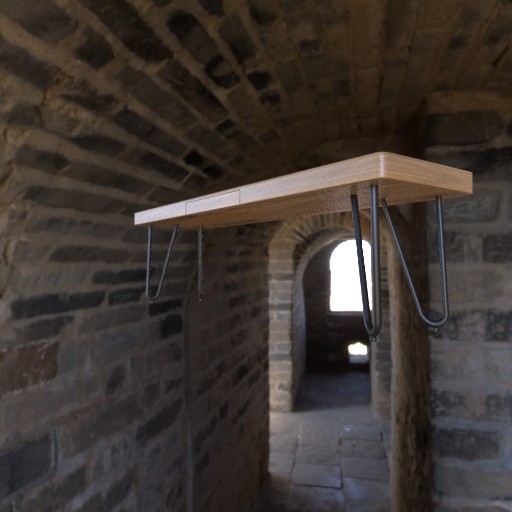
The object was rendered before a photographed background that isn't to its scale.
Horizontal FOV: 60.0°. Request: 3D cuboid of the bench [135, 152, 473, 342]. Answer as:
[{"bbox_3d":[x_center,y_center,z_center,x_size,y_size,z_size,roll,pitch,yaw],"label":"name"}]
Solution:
[{"bbox_3d":[0.000,0.000,1.783,0.425,0.462,1.570,1,-1,-36],"label":"bench"}]
